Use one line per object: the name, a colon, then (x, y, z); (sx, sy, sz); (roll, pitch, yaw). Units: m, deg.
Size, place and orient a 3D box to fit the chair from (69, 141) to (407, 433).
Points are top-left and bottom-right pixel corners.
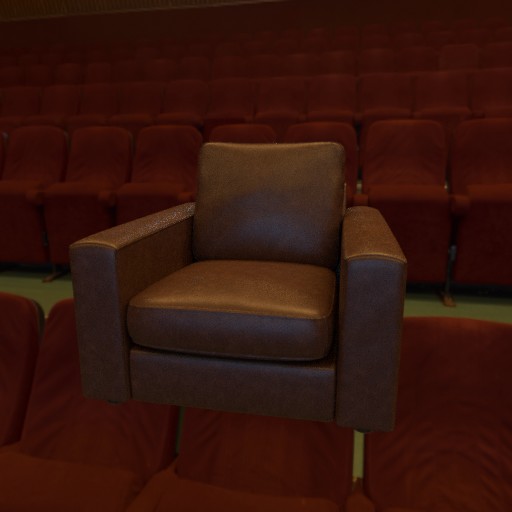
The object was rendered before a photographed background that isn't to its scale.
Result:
chair: (0.000, 0.000, 1.731); (1.005, 0.873, 1.016); (3, 14, 11)
